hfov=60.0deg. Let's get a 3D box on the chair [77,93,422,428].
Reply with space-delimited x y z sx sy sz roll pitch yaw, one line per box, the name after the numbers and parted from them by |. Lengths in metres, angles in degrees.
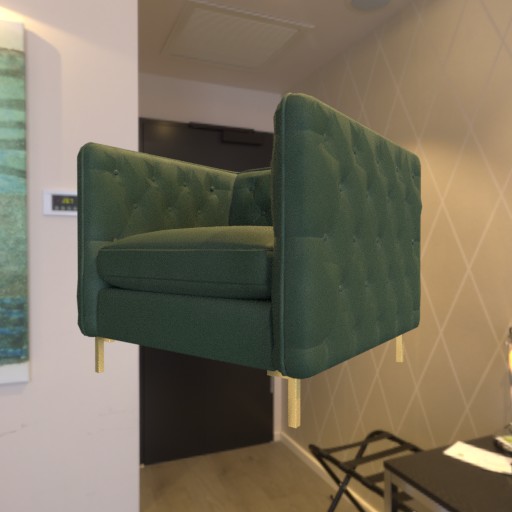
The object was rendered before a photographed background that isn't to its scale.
0.000 0.000 1.533 0.917 0.768 0.855 1 1 36 | chair
